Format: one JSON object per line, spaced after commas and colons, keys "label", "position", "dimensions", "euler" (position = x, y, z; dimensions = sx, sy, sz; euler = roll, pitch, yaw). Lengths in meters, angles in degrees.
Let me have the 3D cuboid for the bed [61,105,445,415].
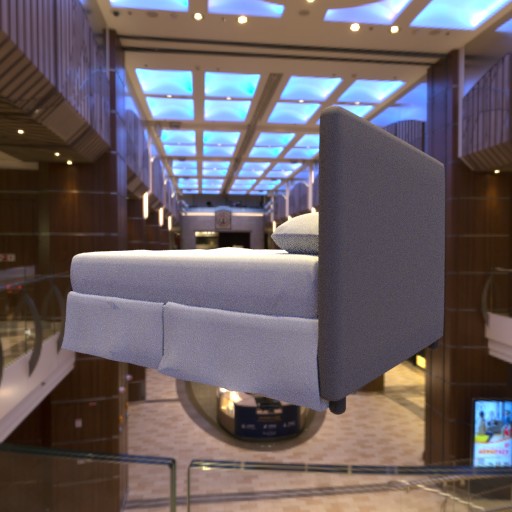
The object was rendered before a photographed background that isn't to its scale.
{"label": "bed", "position": [0.000, 0.000, 3.126], "dimensions": [2.142, 1.330, 1.748], "euler": [1, 2, 37]}
